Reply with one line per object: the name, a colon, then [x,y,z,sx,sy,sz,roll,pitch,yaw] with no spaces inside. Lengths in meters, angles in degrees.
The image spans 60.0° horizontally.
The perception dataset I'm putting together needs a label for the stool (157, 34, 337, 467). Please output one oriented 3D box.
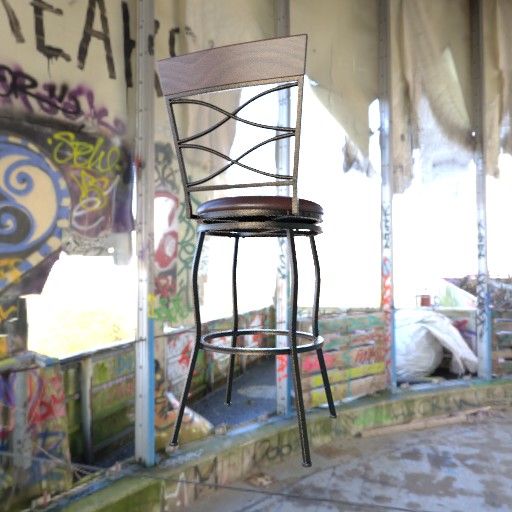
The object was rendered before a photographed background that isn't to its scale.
stool: [0.000,0.000,1.420,0.448,1.130,0.513,-1,-2,20]
